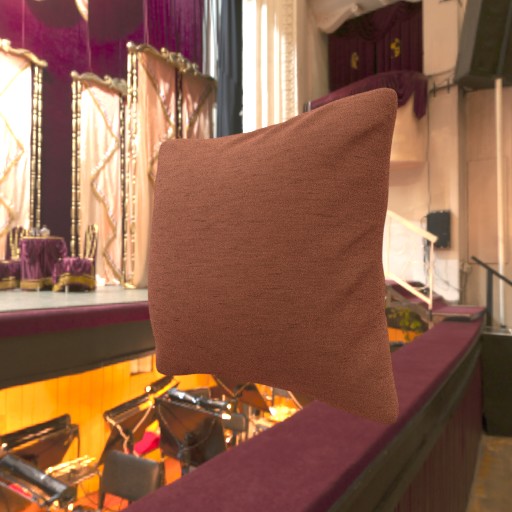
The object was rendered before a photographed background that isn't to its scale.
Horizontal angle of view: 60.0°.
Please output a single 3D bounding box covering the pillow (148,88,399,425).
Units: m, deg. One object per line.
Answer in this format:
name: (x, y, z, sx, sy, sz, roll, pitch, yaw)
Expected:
pillow: (0.000, 0.000, 0.668, 0.432, 0.415, 0.246, -1, -1, 37)
